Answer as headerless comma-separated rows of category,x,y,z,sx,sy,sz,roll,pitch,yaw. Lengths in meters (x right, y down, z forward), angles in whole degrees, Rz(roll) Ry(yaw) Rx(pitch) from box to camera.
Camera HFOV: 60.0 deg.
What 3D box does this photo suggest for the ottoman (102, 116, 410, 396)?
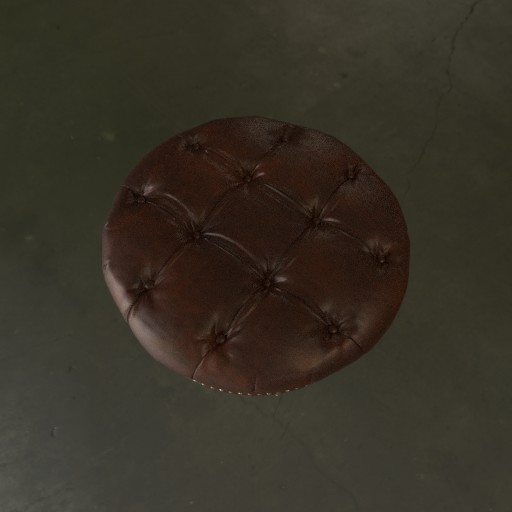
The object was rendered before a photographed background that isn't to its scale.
ottoman,0.000,0.000,1.418,0.901,0.455,0.901,0,63,0
